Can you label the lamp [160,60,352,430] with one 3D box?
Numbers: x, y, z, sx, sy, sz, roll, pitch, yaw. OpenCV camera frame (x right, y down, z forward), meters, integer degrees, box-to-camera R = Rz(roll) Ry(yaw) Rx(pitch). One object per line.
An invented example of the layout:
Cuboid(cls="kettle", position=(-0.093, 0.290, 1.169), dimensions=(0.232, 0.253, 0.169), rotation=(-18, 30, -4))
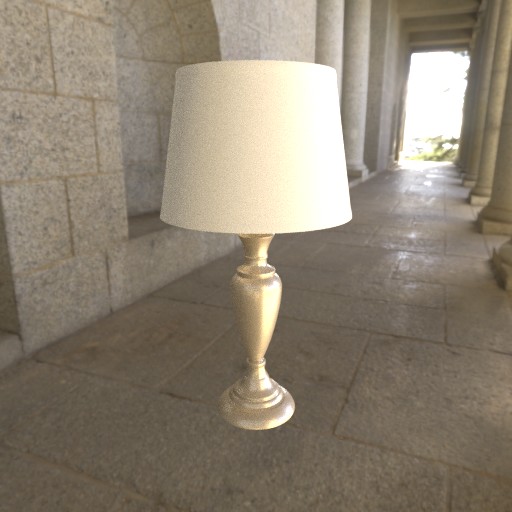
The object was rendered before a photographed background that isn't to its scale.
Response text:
Cuboid(cls="lamp", position=(0.000, 0.000, 0.795), dimensions=(0.328, 0.612, 0.328), rotation=(0, 15, 0))
